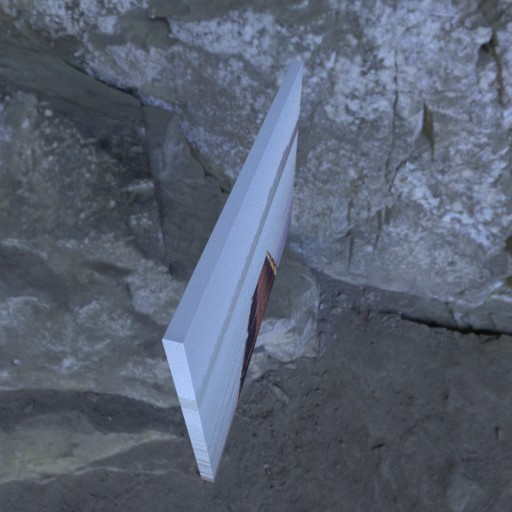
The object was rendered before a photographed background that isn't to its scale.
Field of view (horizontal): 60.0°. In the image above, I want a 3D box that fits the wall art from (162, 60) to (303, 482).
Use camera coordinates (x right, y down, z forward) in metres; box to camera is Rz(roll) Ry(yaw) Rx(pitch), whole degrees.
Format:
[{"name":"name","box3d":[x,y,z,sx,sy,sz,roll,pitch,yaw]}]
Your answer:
[{"name":"wall art","box3d":[0.000,0.000,1.414,0.040,0.765,1.149,11,48,10]}]
